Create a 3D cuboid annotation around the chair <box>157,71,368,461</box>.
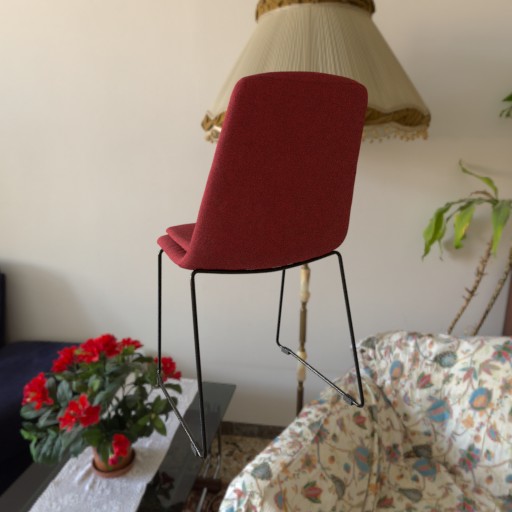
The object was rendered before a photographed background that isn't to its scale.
[{"bbox_3d":[0.000,0.000,1.186,0.479,0.858,0.518,-7,16,-26],"label":"chair"}]
